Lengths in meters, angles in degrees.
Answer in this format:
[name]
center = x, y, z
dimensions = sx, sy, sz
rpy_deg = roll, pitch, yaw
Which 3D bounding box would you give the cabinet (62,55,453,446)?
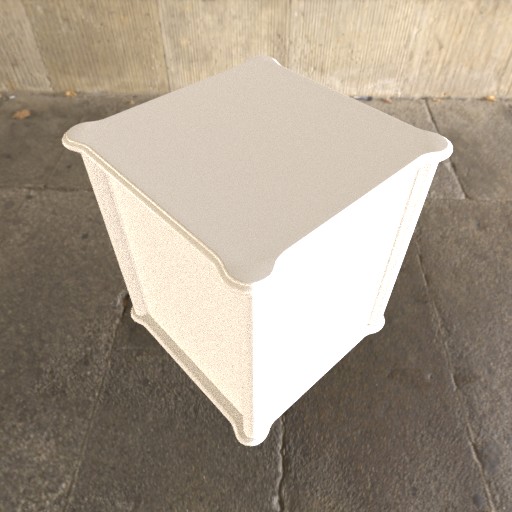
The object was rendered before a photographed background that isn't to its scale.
[cabinet]
center = 0.000, 0.000, 1.234
dimensions = 0.628, 0.761, 0.627
rpy_deg = -34, 56, -27
